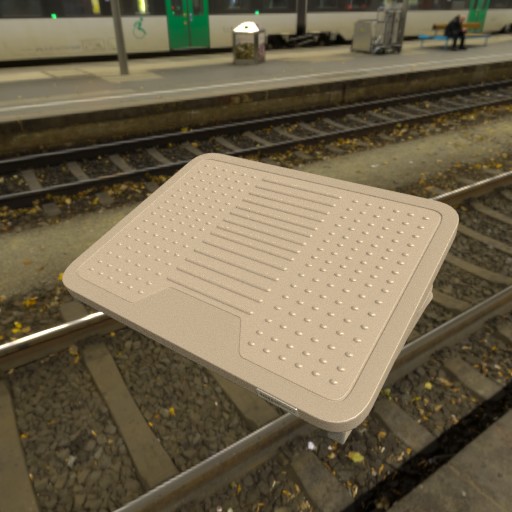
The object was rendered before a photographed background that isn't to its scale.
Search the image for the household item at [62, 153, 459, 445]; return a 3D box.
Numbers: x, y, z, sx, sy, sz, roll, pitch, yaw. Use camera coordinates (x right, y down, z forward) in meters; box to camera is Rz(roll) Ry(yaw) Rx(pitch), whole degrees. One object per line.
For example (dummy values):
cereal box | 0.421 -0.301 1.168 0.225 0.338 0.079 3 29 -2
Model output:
household item | 0.000 0.000 0.531 0.390 0.126 0.301 19 35 30
